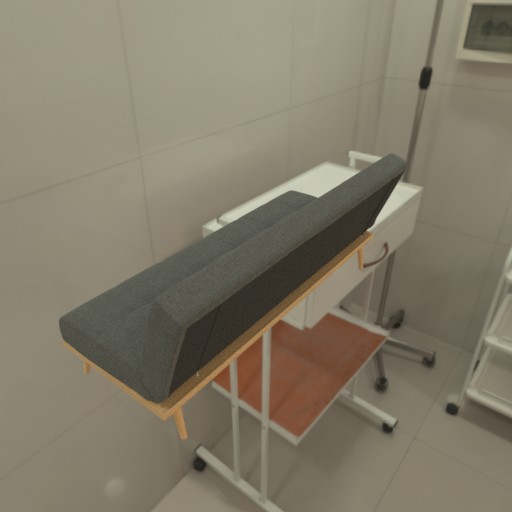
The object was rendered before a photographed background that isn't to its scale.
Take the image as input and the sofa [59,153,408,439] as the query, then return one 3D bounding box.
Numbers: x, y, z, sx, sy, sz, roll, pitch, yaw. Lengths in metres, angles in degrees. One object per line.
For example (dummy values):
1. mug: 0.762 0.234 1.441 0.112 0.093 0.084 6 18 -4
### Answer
1. sofa: 0.000 0.000 2.295 0.820 0.770 1.820 22 38 32
